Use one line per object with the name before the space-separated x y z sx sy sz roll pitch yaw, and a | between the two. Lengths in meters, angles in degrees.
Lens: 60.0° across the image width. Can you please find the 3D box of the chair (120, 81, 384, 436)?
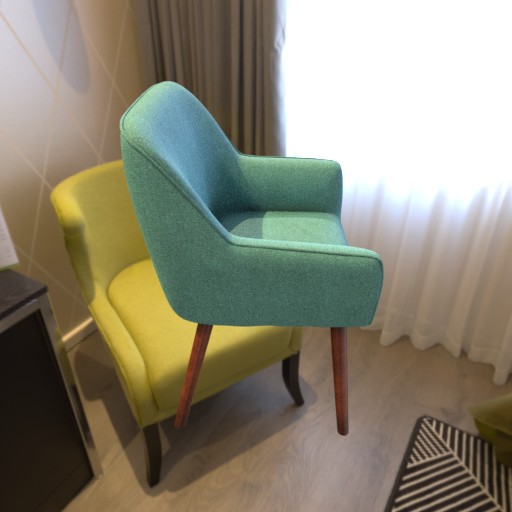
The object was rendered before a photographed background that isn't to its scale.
chair | 0.000 0.000 1.161 0.519 0.803 0.543 0 32 0
